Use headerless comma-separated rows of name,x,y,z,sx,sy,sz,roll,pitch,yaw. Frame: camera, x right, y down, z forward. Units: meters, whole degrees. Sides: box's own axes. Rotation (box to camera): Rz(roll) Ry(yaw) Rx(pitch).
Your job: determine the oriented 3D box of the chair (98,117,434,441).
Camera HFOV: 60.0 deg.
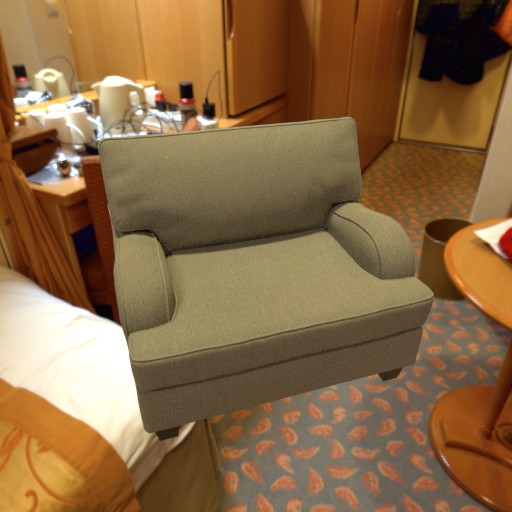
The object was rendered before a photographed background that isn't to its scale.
chair,0.000,0.000,2.002,1.220,1.016,1.041,-10,33,-15
